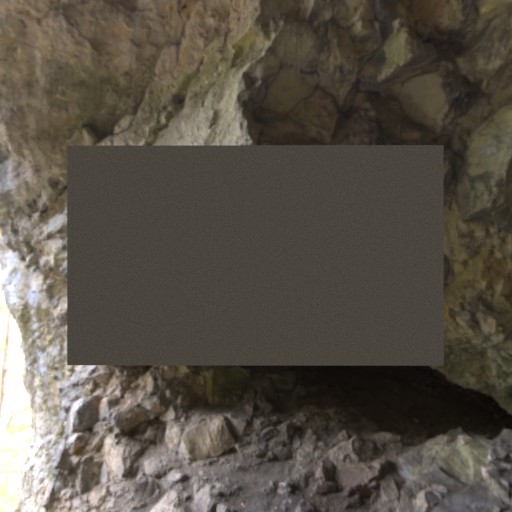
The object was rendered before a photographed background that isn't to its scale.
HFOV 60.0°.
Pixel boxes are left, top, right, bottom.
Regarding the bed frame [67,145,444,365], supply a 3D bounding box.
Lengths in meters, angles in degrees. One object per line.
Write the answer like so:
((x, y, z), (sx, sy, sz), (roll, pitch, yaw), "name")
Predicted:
((0.000, 0.000, 3.064), (1.711, 1.001, 2.100), (0, 0, 0), "bed frame")
